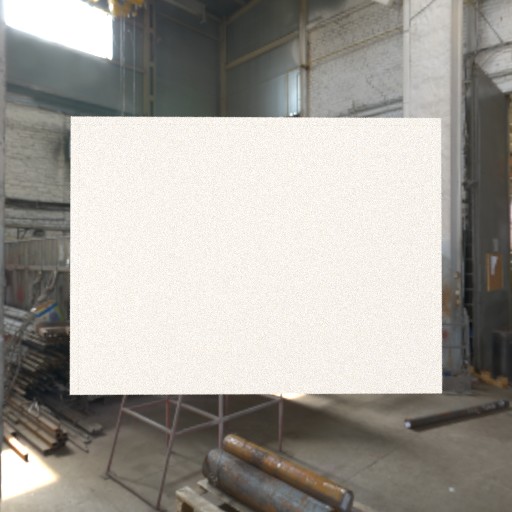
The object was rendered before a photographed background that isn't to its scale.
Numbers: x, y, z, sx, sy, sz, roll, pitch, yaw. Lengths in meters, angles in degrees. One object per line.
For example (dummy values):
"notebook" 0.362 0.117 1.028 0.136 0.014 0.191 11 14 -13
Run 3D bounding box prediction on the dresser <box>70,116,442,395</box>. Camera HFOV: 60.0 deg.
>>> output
"dresser" 0.000 0.000 1.542 1.100 0.820 0.460 0 0 -1
